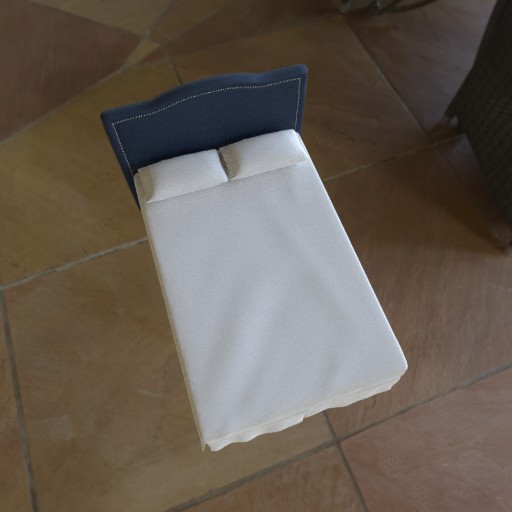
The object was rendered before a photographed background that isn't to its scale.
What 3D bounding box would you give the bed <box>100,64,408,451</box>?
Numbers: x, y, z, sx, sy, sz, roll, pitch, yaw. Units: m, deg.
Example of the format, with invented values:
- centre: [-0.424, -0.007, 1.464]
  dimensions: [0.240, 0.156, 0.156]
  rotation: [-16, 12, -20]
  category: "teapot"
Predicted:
- centre: [0.000, 0.000, 3.546]
  dimensions: [1.741, 1.441, 2.507]
  rotation: [-17, 65, -8]
  category: "bed"
